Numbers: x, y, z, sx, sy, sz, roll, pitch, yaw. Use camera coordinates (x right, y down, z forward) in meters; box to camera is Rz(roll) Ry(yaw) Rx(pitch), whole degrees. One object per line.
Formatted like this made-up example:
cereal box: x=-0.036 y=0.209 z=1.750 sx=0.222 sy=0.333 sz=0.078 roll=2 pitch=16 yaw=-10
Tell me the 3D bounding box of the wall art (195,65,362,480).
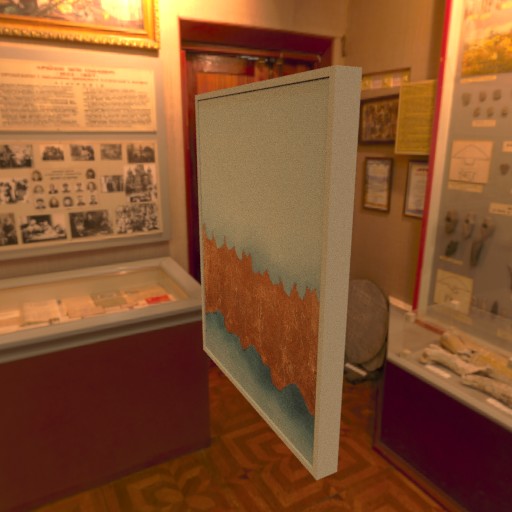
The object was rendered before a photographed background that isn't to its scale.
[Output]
wall art: x=0.000 y=0.000 z=0.764 sx=0.039 sy=0.553 sz=0.451 roll=-8 pitch=17 yaw=-26
